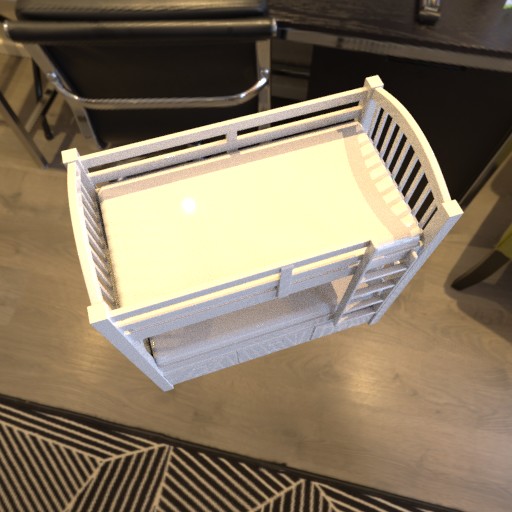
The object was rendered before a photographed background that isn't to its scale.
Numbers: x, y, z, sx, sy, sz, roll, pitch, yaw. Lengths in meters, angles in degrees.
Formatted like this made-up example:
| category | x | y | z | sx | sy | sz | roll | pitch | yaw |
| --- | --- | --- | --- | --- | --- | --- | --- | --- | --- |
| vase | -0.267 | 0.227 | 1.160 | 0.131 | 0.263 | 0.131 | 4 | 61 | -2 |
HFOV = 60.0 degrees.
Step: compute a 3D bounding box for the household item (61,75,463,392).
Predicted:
| category | x | y | z | sx | sy | sz | roll | pitch | yaw |
| --- | --- | --- | --- | --- | --- | --- | --- | --- | --- |
| household item | 0.000 | 0.000 | 3.321 | 2.032 | 2.032 | 1.143 | -16 | 65 | -8 |
